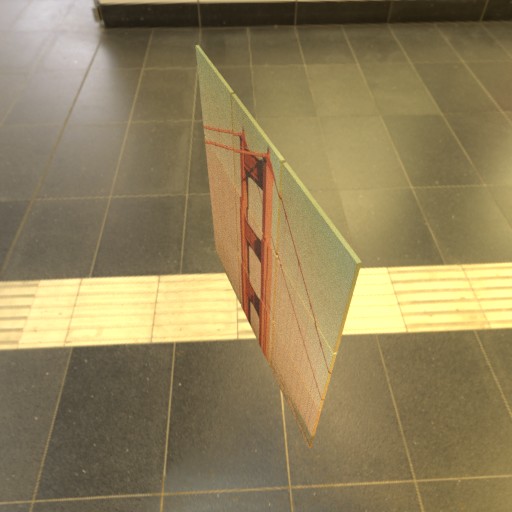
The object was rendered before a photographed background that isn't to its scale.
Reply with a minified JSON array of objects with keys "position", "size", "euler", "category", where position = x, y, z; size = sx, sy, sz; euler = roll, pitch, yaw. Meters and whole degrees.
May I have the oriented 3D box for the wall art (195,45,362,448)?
[{"position":[0.000,0.000,1.817],"size":[0.013,1.219,1.214],"euler":[-17,51,-15],"category":"wall art"}]
